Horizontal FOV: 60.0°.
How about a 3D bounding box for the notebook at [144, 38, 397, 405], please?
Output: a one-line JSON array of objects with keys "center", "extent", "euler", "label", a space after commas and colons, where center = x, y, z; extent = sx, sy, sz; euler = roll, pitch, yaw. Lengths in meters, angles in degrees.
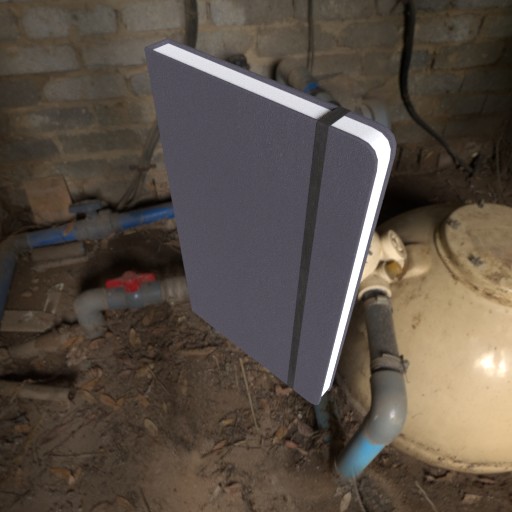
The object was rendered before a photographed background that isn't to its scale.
[{"center": [0.000, 0.000, 0.263], "extent": [0.127, 0.213, 0.016], "euler": [33, 55, 26], "label": "notebook"}]
